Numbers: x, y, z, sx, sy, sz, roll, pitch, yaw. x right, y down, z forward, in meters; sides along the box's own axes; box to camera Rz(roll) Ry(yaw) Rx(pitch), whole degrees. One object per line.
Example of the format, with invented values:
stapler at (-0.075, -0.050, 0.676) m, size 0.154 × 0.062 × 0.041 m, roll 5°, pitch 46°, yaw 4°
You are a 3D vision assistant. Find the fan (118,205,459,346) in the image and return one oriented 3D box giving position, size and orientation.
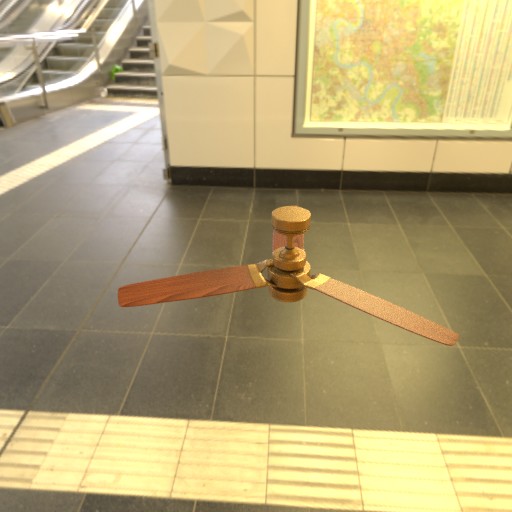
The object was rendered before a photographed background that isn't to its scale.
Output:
fan at (0.000, 0.000, 2.068) m, size 1.271 × 0.425 × 1.416 m, roll -8°, pitch 31°, yaw -14°
